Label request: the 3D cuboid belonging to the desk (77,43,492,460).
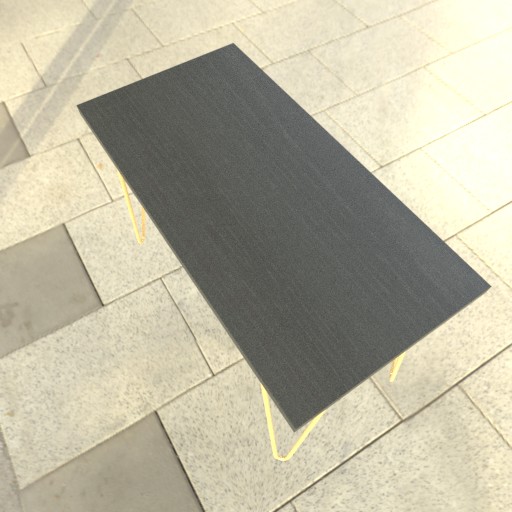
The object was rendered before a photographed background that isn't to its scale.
[{"bbox_3d":[0.000,0.000,1.331,0.499,0.660,0.991,-30,63,-17],"label":"desk"}]
